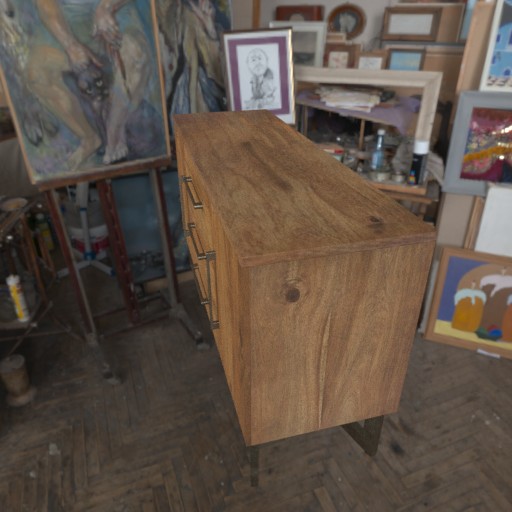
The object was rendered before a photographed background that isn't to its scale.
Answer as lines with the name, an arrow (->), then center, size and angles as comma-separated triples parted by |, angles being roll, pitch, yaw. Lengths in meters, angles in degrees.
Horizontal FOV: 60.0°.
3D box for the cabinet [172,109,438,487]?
cabinet -> 0.000, 0.000, 1.720 | 0.480, 0.812, 1.373 | -8, 31, -13
